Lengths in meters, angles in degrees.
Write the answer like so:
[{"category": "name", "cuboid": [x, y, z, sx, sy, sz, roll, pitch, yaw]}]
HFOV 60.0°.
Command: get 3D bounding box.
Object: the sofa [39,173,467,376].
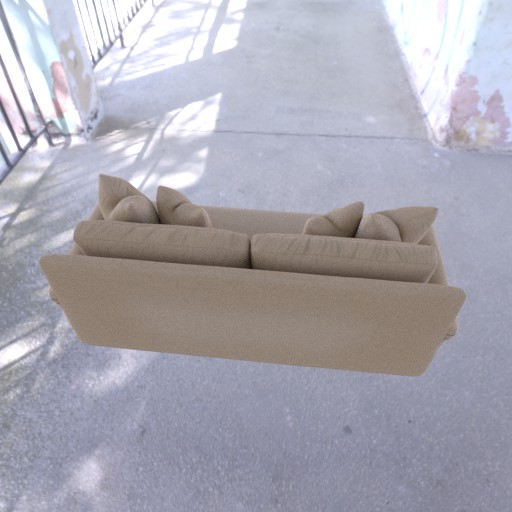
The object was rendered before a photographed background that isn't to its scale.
[{"category": "sofa", "cuboid": [0.000, 0.000, 2.821, 2.285, 0.904, 1.067, 5, 47, 4]}]
